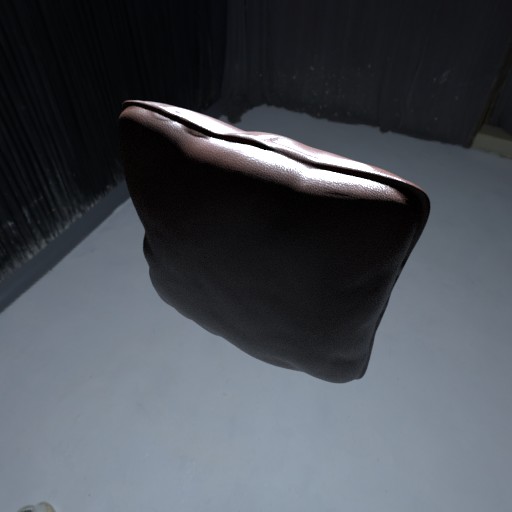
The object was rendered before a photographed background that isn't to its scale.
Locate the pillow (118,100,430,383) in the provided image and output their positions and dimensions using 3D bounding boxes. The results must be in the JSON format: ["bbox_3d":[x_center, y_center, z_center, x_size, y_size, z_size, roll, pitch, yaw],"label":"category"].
[{"bbox_3d":[0.000,0.000,0.839,0.532,0.523,0.236,22,51,19],"label":"pillow"}]
